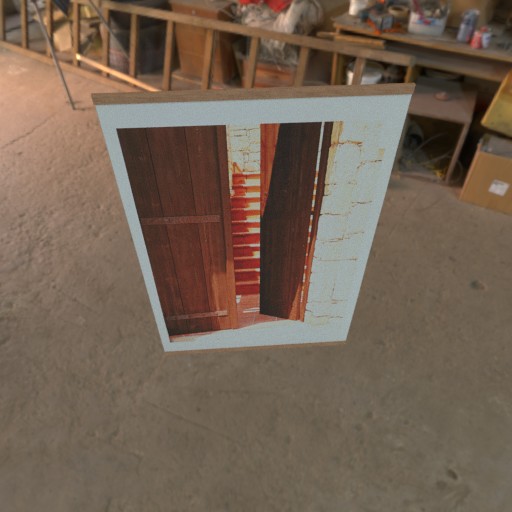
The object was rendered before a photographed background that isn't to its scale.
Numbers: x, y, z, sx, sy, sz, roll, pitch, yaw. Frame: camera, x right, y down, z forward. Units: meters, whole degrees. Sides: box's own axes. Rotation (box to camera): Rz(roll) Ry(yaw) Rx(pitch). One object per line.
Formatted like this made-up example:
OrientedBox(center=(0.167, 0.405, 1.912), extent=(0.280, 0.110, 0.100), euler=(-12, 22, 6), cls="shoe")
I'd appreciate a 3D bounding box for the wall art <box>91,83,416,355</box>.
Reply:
OrientedBox(center=(0.000, 0.000, 1.942), extent=(1.019, 1.527, 0.019), euler=(-3, 47, -3), cls="wall art")
